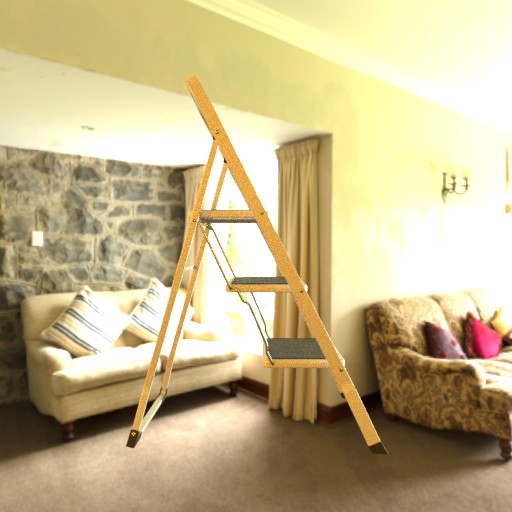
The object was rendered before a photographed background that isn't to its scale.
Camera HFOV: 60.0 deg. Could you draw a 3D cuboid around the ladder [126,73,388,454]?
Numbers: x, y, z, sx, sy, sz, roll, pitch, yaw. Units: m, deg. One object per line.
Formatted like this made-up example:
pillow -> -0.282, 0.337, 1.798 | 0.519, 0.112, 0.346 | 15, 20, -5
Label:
ladder -> 0.000, 0.000, 1.406 | 0.711, 1.050, 0.460 | 0, 1, 1
